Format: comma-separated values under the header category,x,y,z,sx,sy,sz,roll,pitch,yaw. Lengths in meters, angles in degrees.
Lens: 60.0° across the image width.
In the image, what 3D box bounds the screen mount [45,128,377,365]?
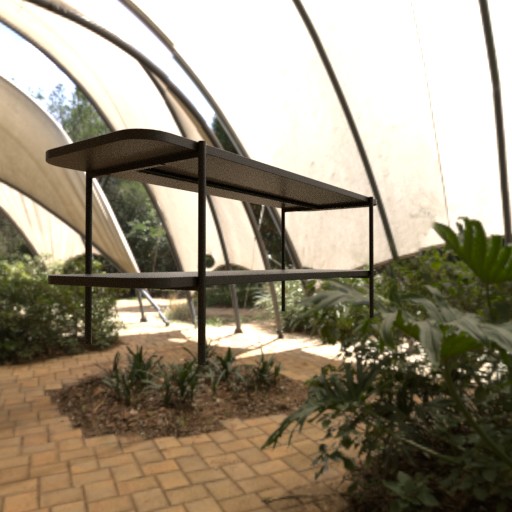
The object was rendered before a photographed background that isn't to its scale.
category,x,y,z,sx,sy,sz,roll,pitch,yaw
screen mount,0.000,0.000,1.371,0.400,0.447,1.200,-1,-1,36
